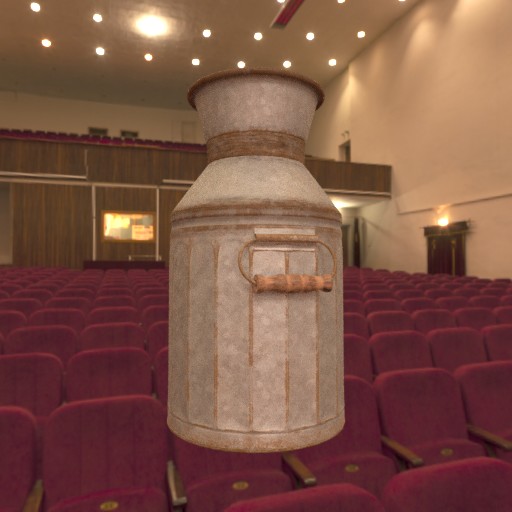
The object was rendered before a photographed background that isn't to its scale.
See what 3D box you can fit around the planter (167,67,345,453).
[{"bbox_3d":[0.000,0.000,0.547,0.214,0.396,0.245,1,-2,-17],"label":"planter"}]
